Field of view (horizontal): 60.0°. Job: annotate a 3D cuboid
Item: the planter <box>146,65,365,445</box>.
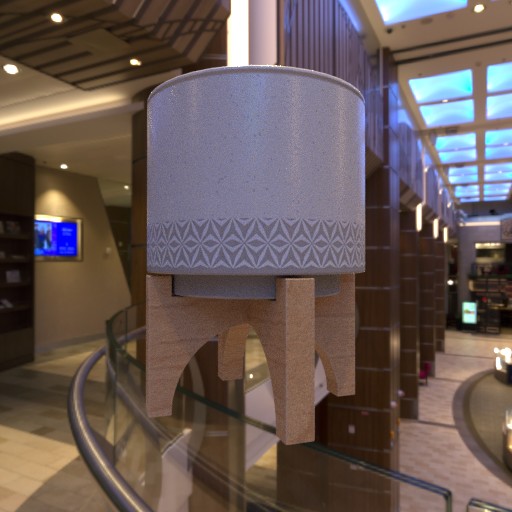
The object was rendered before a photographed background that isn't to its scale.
[{"bbox_3d":[0.000,0.000,0.271,0.130,0.178,0.130,0,0,0],"label":"planter"}]
